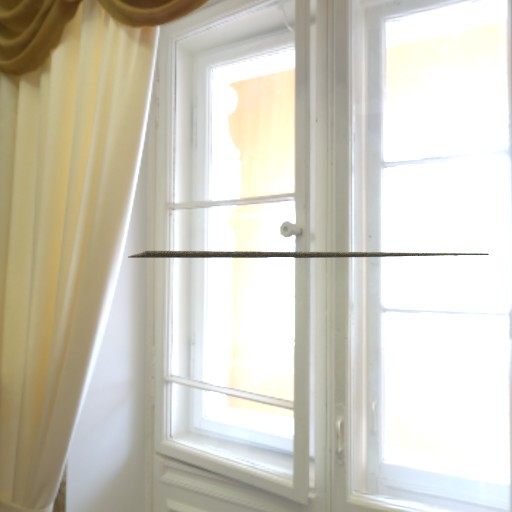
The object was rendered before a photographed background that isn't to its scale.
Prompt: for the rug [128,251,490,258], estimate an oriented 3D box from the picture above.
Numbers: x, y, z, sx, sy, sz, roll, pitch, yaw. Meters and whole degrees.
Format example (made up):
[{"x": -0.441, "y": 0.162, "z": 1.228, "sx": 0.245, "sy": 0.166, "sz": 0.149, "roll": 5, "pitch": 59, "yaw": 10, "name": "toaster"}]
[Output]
[{"x": 0.000, "y": 0.000, "z": 2.892, "sx": 1.547, "sy": 0.013, "sz": 2.283, "roll": 0, "pitch": -1, "yaw": -18, "name": "rug"}]
